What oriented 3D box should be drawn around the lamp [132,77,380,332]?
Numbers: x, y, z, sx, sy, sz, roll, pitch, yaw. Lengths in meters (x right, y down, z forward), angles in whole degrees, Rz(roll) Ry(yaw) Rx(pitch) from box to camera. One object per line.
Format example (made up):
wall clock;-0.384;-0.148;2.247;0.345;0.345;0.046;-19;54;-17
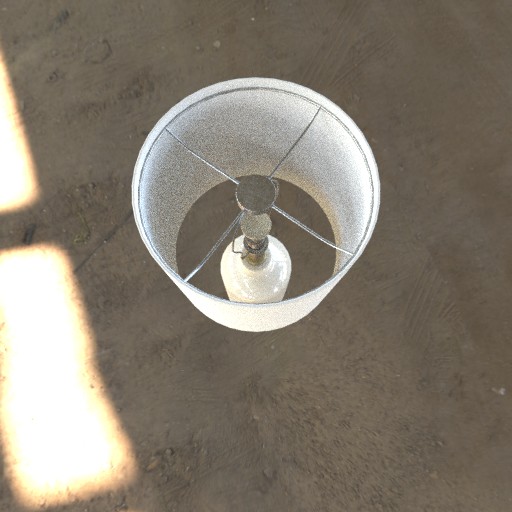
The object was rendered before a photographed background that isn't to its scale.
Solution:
lamp;0.000;0.000;0.591;0.207;0.461;0.207;35;78;9
